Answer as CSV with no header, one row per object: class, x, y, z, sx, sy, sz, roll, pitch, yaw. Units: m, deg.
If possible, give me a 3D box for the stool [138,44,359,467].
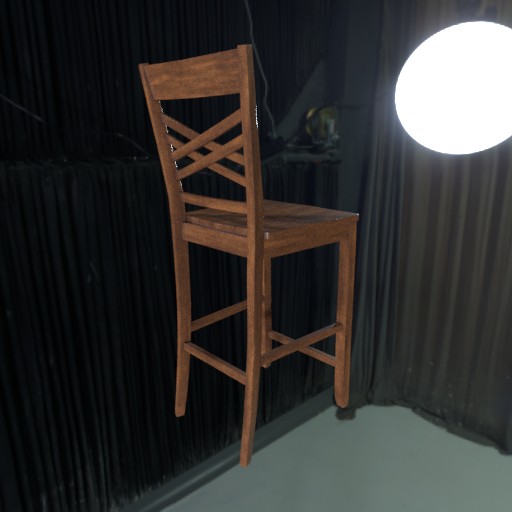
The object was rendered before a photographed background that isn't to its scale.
stool,0.000,0.000,1.371,0.504,1.098,0.426,-15,22,-42
